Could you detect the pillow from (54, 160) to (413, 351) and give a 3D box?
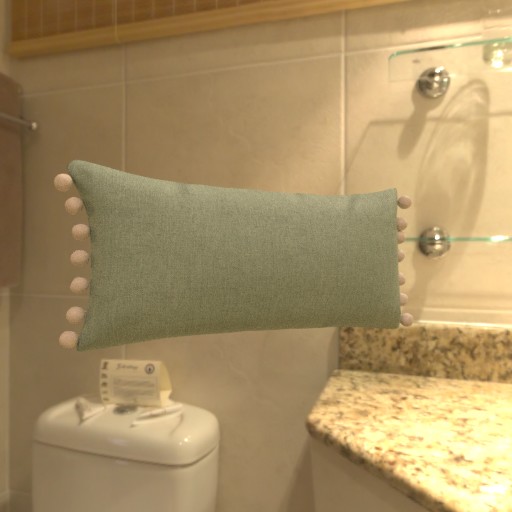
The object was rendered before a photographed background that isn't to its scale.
[{"bbox_3d":[0.000,0.000,0.854,0.709,0.322,0.201,0,0,-20],"label":"pillow"}]
